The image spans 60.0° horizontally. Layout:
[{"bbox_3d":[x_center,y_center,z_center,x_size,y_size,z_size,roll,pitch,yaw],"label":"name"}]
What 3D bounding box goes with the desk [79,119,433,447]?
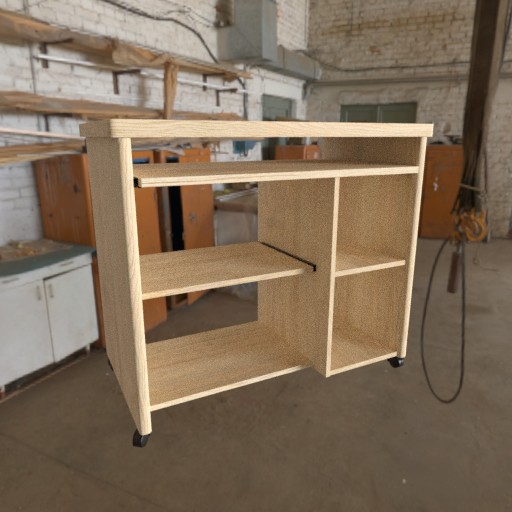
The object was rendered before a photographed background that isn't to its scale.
[{"bbox_3d":[0.000,0.000,1.349,0.885,0.770,0.480,-8,17,-26],"label":"desk"}]
